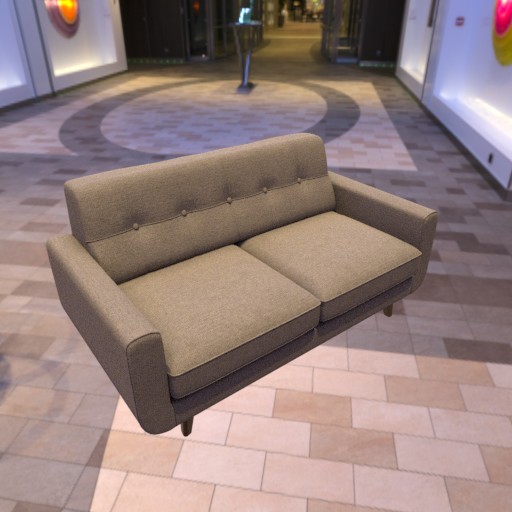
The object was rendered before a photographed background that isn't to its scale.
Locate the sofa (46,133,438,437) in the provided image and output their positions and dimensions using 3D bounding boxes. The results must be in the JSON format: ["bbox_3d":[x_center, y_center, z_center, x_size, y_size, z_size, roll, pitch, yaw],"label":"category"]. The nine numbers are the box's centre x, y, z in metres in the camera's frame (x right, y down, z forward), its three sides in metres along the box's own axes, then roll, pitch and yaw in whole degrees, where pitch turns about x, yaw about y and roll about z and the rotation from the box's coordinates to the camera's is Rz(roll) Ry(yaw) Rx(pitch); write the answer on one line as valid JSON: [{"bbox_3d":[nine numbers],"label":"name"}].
[{"bbox_3d":[0.000,0.000,2.113,1.631,0.841,0.909,-21,35,-32],"label":"sofa"}]
